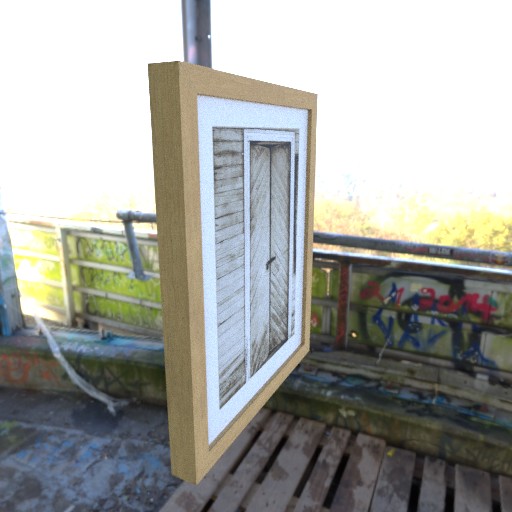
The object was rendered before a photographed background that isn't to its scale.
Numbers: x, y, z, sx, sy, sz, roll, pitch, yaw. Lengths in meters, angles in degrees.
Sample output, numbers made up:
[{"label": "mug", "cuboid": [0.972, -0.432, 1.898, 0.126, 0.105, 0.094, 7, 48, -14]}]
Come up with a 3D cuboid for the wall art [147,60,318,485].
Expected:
[{"label": "wall art", "cuboid": [0.000, 0.000, 0.518, 0.030, 0.380, 0.312, 8, 17, 26]}]
